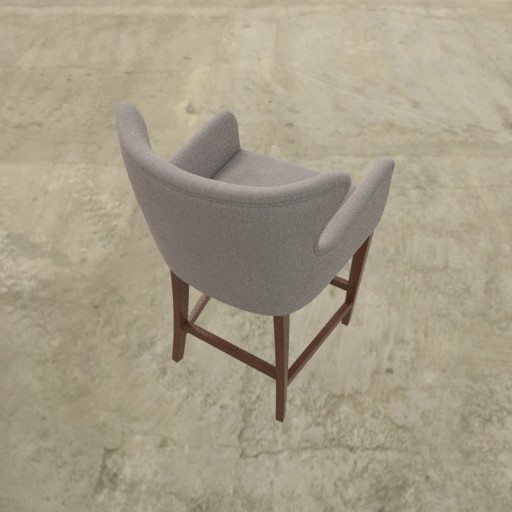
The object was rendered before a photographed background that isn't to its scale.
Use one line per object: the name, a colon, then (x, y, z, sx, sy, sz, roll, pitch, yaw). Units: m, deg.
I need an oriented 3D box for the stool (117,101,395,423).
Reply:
stool: (0.000, 0.000, 1.326, 0.575, 0.951, 0.575, 23, 50, 21)
